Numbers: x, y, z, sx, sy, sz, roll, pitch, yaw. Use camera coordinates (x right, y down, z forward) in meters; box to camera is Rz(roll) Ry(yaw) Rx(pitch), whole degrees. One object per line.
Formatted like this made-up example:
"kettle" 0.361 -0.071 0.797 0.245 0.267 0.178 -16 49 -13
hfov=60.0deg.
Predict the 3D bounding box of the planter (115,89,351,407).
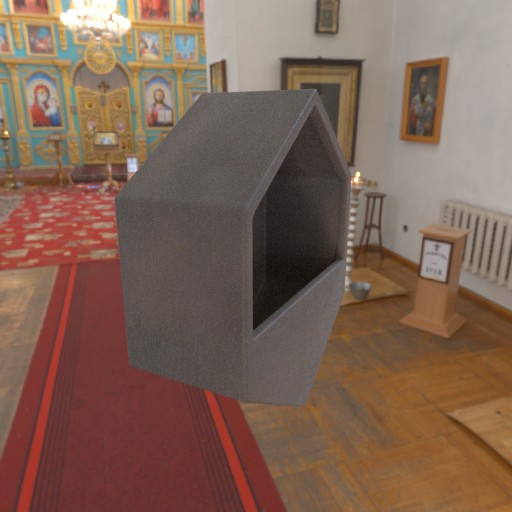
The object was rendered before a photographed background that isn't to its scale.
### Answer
"planter" 0.000 0.000 0.295 0.077 0.206 0.169 8 18 26
